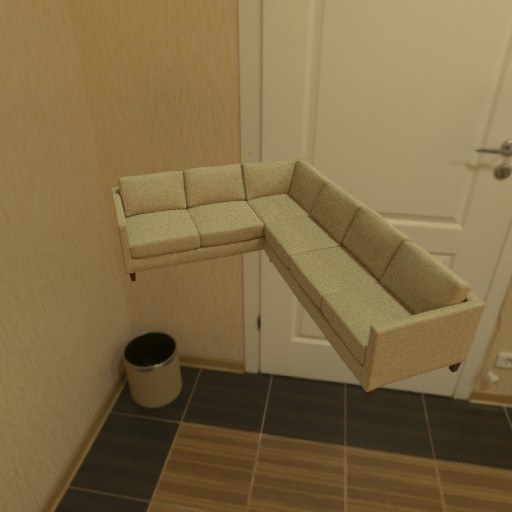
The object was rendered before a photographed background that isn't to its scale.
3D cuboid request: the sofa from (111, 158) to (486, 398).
[{"bbox_3d":[0.000,0.000,4.261,2.432,0.863,3.182,-10,33,-17],"label":"sofa"}]
